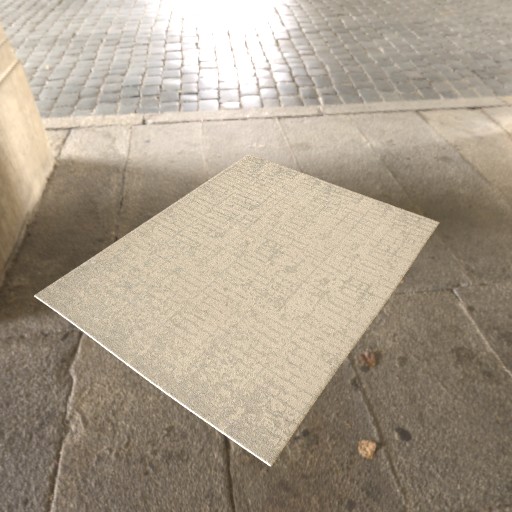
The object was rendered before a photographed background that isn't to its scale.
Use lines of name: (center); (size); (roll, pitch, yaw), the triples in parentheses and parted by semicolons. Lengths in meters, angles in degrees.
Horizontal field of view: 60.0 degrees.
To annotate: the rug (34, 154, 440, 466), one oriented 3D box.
rug: (0.000, 0.000, 4.148); (2.447, 0.014, 3.061); (26, 47, 26)
